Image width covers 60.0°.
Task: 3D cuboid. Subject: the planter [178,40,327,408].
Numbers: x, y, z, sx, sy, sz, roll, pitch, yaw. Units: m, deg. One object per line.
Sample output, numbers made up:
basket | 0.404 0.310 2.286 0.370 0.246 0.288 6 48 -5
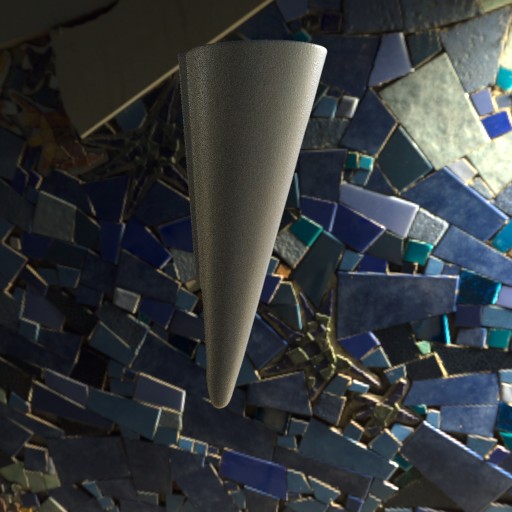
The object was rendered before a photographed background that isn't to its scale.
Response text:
planter | 0.000 0.000 0.226 0.064 0.191 0.057 8 17 26
